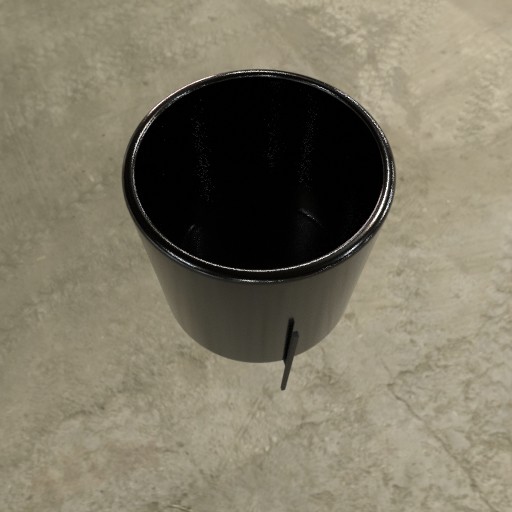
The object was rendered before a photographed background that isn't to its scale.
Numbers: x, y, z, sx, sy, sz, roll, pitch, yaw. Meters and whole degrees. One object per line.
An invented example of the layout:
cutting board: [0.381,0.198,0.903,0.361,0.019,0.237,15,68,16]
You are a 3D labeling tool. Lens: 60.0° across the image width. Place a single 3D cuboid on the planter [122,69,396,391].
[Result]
planter: [0.000,0.000,0.672,0.310,0.432,0.310,-1,61,-1]
